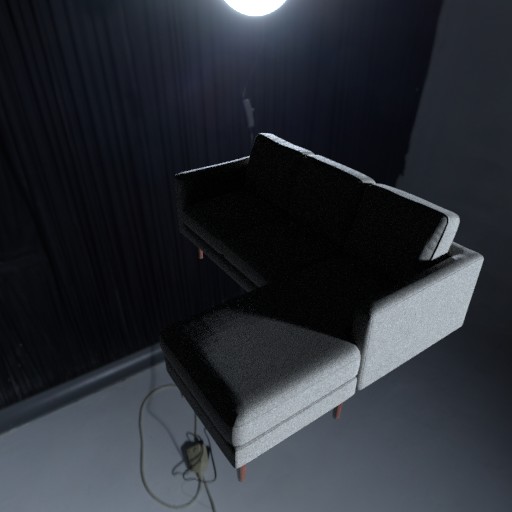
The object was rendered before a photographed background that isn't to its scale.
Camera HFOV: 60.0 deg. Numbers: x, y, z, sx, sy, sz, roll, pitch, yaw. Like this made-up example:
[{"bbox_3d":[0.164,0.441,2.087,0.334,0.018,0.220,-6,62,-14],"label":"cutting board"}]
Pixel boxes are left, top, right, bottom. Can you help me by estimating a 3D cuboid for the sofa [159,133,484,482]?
[{"bbox_3d":[0.000,0.000,2.867,1.667,0.957,2.055,-20,38,-29],"label":"sofa"}]
